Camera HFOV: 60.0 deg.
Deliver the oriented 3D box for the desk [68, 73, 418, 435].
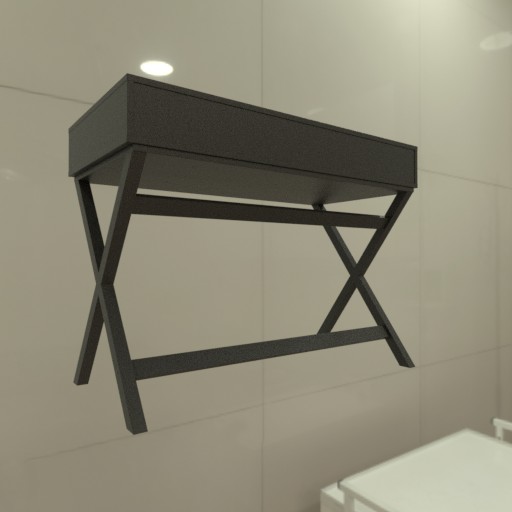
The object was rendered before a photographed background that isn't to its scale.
[{"bbox_3d":[0.000,0.000,1.466,1.057,0.780,0.504,0,0,-36],"label":"desk"}]
